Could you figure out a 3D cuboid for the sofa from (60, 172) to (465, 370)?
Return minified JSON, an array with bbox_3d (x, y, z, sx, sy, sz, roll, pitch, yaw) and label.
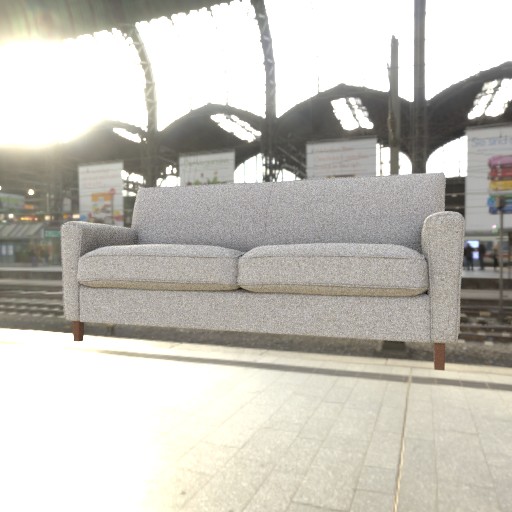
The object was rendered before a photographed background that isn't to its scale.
[{"bbox_3d":[0.000,0.000,2.453,2.026,0.942,0.854,0,1,18],"label":"sofa"}]
